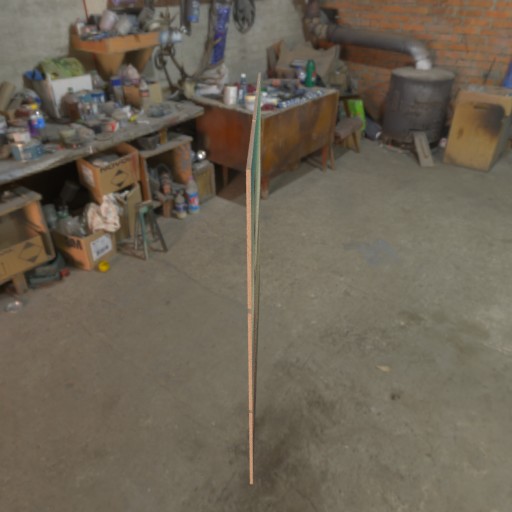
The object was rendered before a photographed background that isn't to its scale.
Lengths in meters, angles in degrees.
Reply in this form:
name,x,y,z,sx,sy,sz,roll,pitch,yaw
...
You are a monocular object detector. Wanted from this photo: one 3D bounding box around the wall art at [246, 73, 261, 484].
name,x,y,z,sx,sy,sz,roll,pitch,yaw
wall art,0.000,0.000,2.269,0.014,1.507,1.519,1,32,1
